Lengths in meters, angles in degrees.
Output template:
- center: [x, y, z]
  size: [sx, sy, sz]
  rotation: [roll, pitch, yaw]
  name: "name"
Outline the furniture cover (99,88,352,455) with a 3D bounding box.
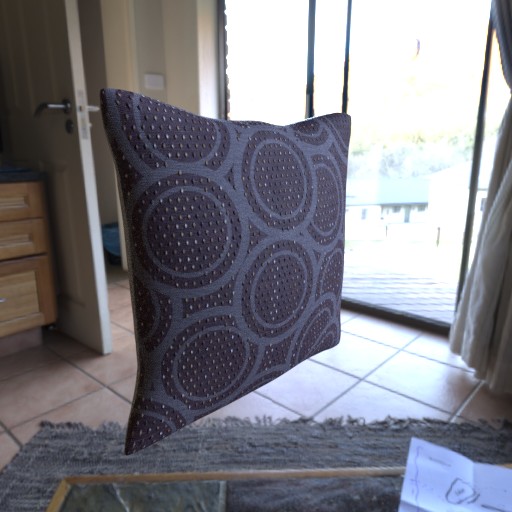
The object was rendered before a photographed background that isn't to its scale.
- center: [0.000, 0.000, 0.780]
  size: [0.193, 0.509, 0.552]
  rotation: [13, 18, 42]
  name: "furniture cover"
